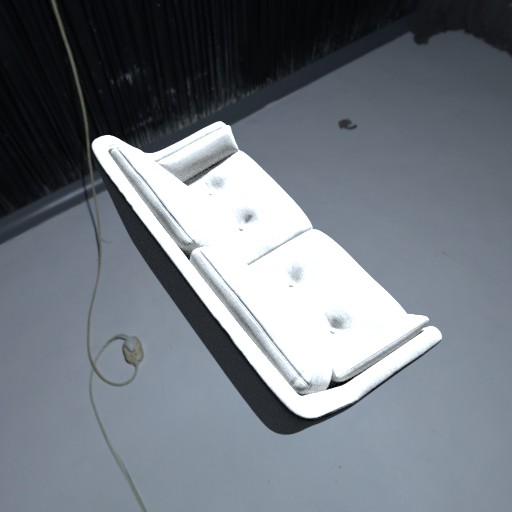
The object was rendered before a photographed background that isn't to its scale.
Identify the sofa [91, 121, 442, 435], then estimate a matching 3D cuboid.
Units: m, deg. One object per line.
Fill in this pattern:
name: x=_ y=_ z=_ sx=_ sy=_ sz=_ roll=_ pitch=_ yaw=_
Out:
sofa: x=0.000 y=0.000 z=2.498 sx=0.976 sy=0.897 sz=1.930 roll=-32 pitch=63 yaw=-19
